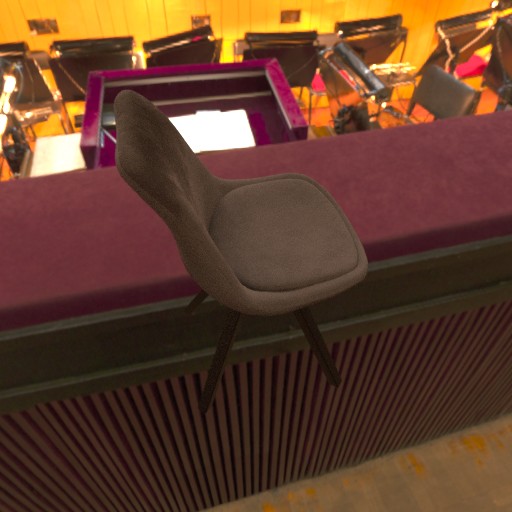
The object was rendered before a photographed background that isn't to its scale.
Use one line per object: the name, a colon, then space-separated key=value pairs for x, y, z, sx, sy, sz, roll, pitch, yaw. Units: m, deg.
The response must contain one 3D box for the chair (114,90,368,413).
chair: x=0.000 y=0.000 z=1.176 sx=0.550 sy=0.850 sz=0.476 roll=-10 pitch=47 yaw=-9
